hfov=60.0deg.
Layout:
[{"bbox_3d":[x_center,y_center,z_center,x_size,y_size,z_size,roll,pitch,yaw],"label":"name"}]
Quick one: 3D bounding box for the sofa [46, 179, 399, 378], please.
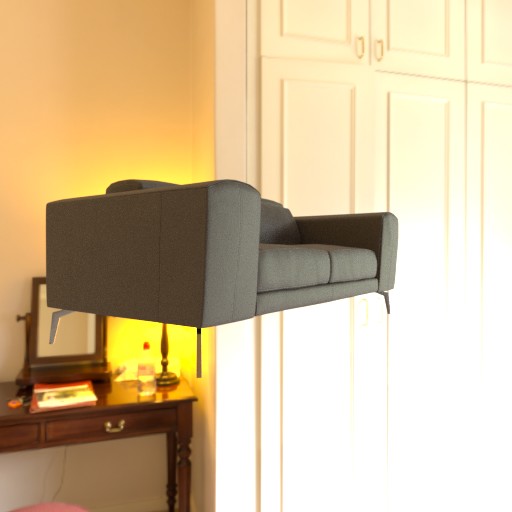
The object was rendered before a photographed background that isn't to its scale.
[{"bbox_3d":[0.000,0.000,2.449,1.003,0.779,1.895,0,1,36],"label":"sofa"}]
